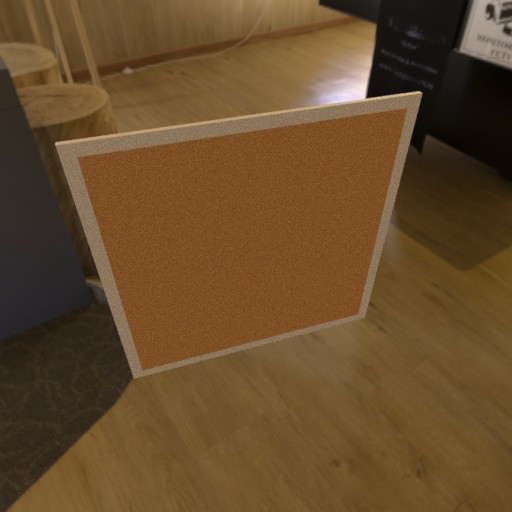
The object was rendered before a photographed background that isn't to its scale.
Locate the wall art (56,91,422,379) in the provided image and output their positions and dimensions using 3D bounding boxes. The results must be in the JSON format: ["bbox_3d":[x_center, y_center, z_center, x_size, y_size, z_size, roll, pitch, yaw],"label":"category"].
[{"bbox_3d":[0.000,0.000,0.839,0.558,0.559,0.009,-12,44,-13],"label":"wall art"}]
